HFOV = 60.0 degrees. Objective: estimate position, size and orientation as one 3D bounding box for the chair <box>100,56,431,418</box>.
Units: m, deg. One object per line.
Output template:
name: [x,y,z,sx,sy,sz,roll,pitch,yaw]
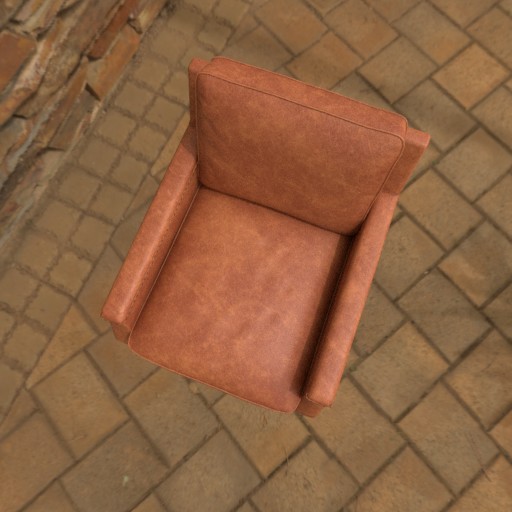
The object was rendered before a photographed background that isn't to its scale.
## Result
chair: [0.000,0.000,1.674,0.853,0.943,1.014,20,76,5]
